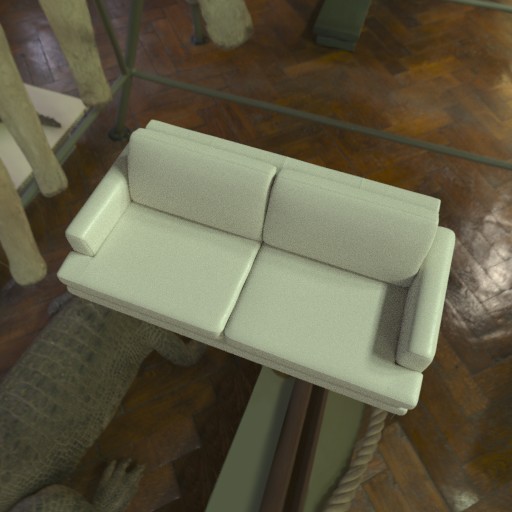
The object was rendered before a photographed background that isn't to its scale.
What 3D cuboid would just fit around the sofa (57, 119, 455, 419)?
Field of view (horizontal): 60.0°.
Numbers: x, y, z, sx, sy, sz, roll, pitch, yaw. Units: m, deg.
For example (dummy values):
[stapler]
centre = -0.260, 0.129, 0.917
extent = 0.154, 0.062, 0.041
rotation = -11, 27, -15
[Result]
[sofa]
centre = 0.000, 0.000, 2.398
extent = 1.940, 0.765, 0.974
rotation = 18, 61, 10
